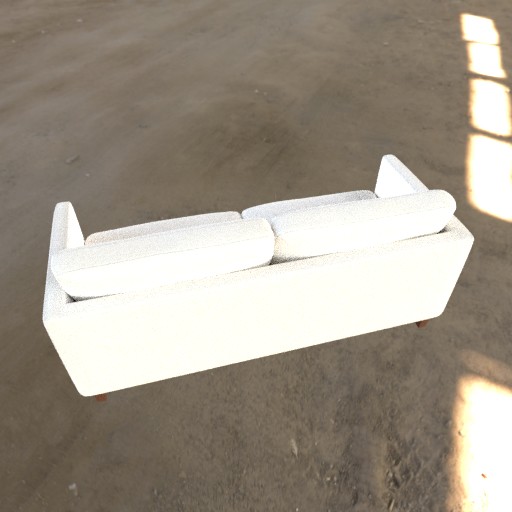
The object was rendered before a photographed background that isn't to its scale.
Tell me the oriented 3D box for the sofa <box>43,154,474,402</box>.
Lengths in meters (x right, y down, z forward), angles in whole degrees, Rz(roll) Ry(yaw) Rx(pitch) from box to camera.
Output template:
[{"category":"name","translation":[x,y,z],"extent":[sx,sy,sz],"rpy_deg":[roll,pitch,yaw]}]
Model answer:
[{"category":"sofa","translation":[0.000,0.000,2.572],"extent":[2.139,0.933,0.924],"rpy_deg":[-10,44,-11]}]
